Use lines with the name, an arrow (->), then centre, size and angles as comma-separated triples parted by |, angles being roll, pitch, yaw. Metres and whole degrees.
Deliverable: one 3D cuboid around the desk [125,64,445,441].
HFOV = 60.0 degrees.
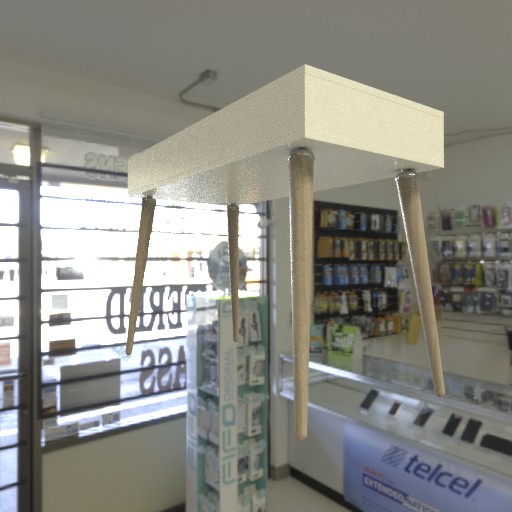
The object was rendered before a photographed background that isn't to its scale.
desk -> 0.000, 0.000, 1.380 | 0.491, 0.723, 0.979 | 0, -1, -36
